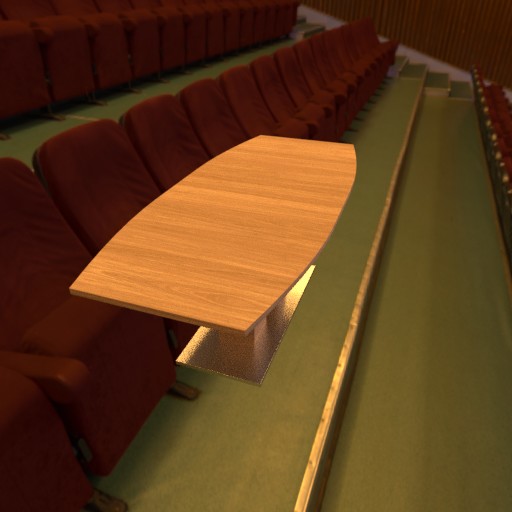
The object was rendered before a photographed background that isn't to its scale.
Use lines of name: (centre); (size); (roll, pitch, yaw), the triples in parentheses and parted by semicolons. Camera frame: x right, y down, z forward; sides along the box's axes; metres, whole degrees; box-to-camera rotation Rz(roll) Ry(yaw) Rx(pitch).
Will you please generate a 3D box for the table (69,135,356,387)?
table: (0.000, 0.000, 2.479); (0.900, 0.750, 2.032); (11, 33, 17)
